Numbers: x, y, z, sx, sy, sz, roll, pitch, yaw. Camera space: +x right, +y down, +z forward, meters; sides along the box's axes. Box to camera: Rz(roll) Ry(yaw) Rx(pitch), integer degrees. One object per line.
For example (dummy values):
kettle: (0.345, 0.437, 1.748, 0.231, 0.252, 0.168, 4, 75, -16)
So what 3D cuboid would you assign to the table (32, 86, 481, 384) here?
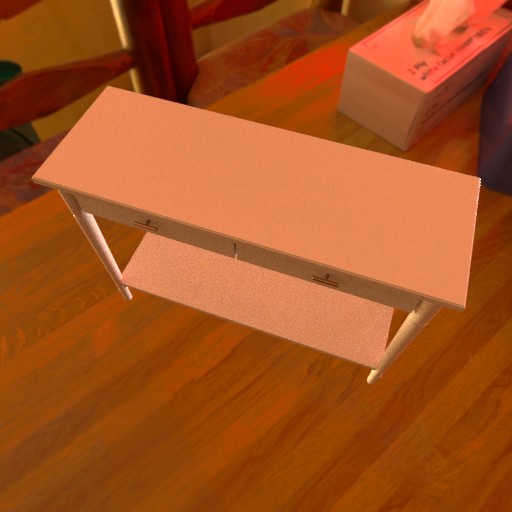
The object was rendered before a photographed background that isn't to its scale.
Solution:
table: (0.000, 0.000, 1.432, 1.067, 0.749, 0.381, 17, 60, 10)
